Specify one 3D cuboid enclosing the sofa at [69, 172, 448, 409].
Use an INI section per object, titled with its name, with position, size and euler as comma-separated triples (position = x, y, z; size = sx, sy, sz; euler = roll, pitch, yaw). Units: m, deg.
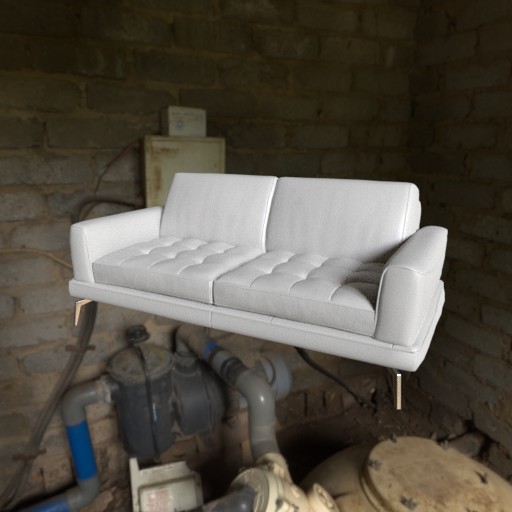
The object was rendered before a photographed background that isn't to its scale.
[sofa]
position = 0.000, 0.000, 2.766
size = 2.177, 0.930, 1.121
euler = 8, 17, 26
